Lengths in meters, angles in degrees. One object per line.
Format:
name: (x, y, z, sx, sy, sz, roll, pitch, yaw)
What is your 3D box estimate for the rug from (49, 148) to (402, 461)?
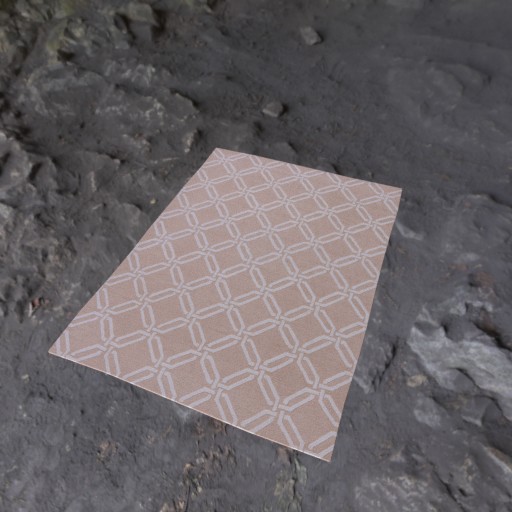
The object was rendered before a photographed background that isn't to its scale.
rug: (0.000, 0.000, 4.477, 2.452, 0.020, 3.365, 16, 48, 15)
